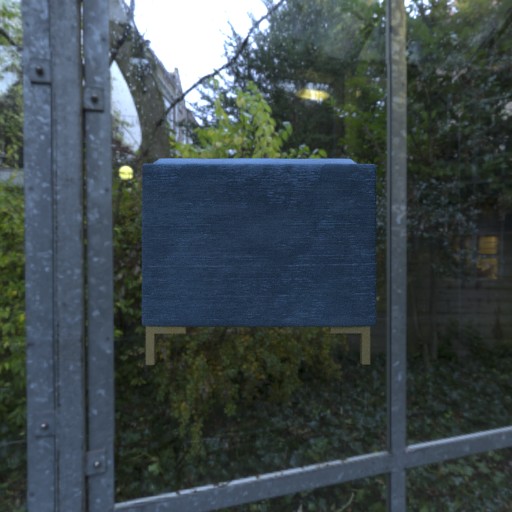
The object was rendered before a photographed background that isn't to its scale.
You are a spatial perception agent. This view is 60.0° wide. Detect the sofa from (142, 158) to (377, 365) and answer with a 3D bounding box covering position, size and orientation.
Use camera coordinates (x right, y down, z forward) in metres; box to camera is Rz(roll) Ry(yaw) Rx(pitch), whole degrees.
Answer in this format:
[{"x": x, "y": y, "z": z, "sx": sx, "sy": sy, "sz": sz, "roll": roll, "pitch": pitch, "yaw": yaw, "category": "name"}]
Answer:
[{"x": 0.000, "y": 0.000, "z": 2.473, "sx": 0.796, "sy": 0.705, "sz": 2.102, "roll": 0, "pitch": 0, "yaw": 0, "category": "sofa"}]
